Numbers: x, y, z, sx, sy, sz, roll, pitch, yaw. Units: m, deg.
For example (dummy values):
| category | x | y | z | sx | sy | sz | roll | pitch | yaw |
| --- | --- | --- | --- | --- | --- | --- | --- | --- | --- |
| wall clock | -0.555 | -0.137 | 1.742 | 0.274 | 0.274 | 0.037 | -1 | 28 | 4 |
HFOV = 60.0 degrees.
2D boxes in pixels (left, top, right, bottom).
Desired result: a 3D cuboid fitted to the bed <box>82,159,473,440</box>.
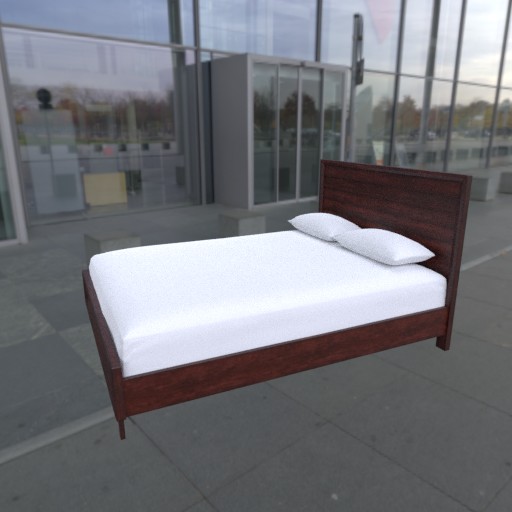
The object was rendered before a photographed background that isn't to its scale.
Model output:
| category | x | y | z | sx | sy | sz | roll | pitch | yaw |
| --- | --- | --- | --- | --- | --- | --- | --- | --- | --- |
| bed | 0.000 | 0.000 | 3.942 | 2.803 | 1.492 | 2.040 | -7 | 18 | -24 |
